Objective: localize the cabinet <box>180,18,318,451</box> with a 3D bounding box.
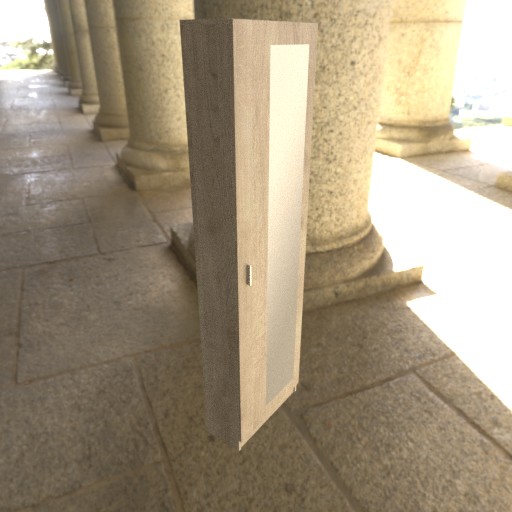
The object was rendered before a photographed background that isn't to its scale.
[{"bbox_3d":[0.000,0.000,1.912,0.230,1.790,0.500,18,31,33],"label":"cabinet"}]
